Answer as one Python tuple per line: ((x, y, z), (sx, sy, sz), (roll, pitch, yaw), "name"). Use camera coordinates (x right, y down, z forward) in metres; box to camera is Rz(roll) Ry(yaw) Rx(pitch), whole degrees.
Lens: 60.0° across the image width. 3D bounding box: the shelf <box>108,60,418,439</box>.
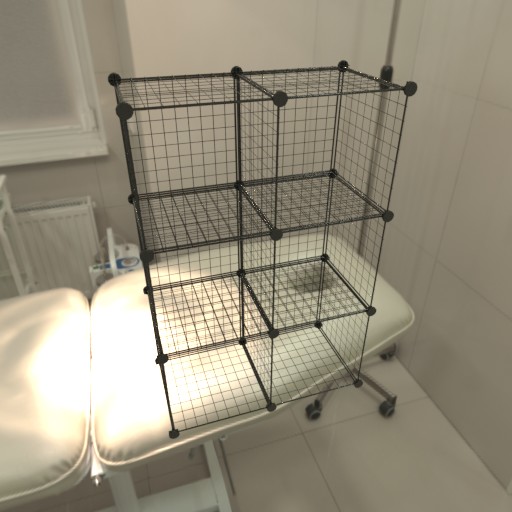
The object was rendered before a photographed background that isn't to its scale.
((0.000, 0.000, 1.403), (0.711, 1.067, 0.356), (-10, 33, -15), "shelf")
